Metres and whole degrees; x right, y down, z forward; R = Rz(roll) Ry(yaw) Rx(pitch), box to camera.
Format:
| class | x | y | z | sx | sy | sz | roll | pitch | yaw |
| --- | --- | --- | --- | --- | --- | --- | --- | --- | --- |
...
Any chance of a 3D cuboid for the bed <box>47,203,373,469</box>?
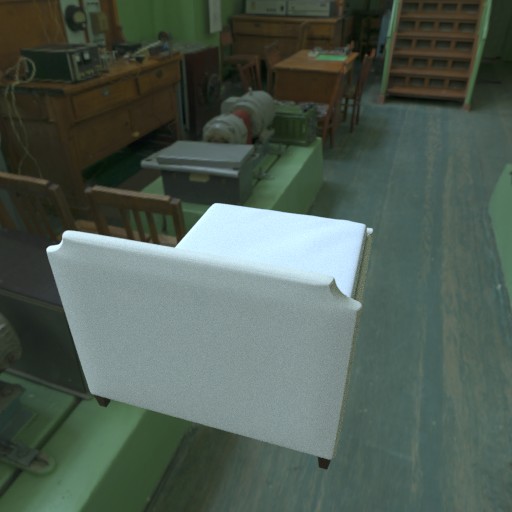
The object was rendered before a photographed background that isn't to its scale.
| class | x | y | z | sx | sy | sz | roll | pitch | yaw |
| --- | --- | --- | --- | --- | --- | --- | --- | --- | --- |
| bed | 0.000 | 0.000 | 3.457 | 1.712 | 1.443 | 2.372 | 10 | 34 | 14 |
